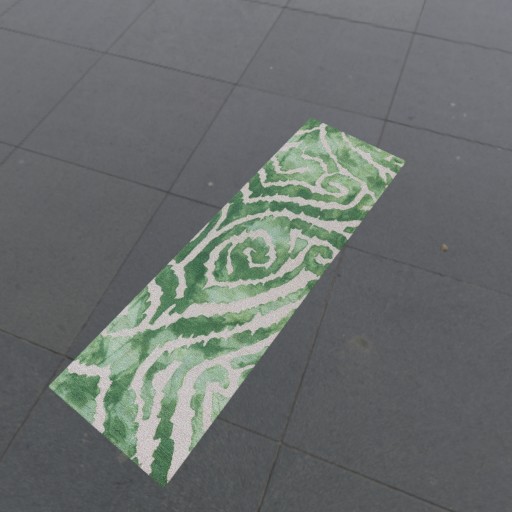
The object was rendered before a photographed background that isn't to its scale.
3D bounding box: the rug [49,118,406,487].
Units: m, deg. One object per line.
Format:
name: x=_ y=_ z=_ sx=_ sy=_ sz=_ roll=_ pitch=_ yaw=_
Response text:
rug: x=0.000 y=0.000 z=2.599 sx=0.761 sy=0.006 sz=2.438 roll=31 pitch=62 yaw=19
